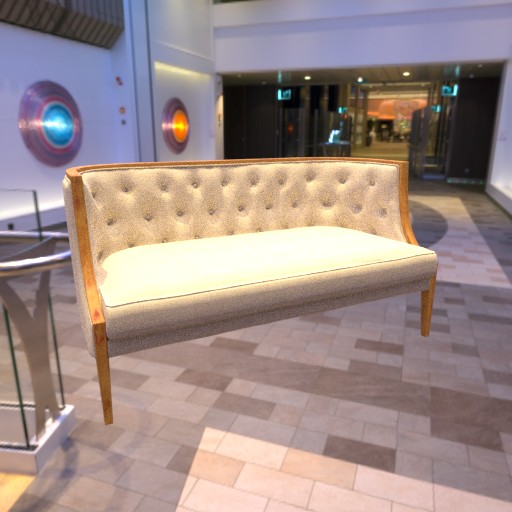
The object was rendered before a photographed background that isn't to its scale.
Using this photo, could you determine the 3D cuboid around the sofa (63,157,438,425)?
[{"bbox_3d":[0.000,0.000,1.931,1.474,0.775,0.770,-8,18,-25],"label":"sofa"}]
